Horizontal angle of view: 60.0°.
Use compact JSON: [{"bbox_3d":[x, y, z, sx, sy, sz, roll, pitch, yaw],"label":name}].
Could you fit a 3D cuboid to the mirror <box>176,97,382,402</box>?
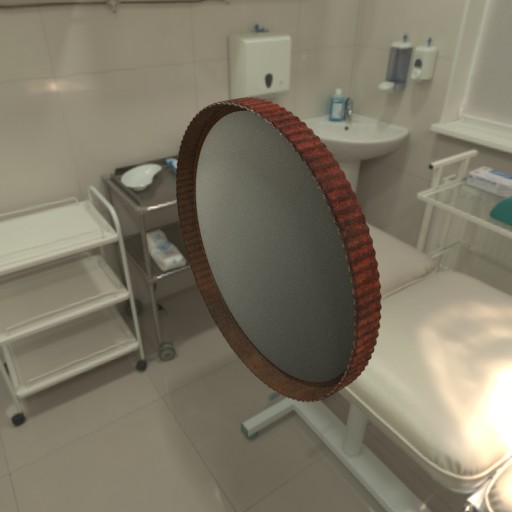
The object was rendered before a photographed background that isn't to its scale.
[{"bbox_3d":[0.000,0.000,0.905,0.056,0.609,0.609,-21,38,-29],"label":"mirror"}]
